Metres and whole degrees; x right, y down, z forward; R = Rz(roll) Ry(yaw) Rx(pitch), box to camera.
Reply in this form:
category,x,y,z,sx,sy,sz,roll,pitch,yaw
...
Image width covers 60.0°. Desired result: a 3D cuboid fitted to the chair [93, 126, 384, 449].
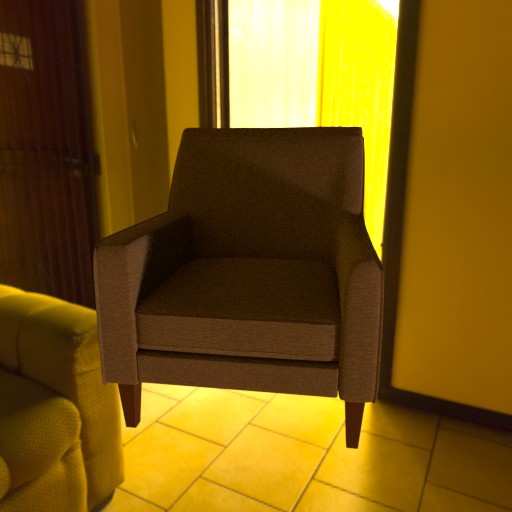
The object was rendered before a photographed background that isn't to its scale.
category,x,y,z,sx,sy,sz,roll,pitch,yaw
chair,0.000,0.000,1.581,0.780,0.919,0.899,2,14,8
